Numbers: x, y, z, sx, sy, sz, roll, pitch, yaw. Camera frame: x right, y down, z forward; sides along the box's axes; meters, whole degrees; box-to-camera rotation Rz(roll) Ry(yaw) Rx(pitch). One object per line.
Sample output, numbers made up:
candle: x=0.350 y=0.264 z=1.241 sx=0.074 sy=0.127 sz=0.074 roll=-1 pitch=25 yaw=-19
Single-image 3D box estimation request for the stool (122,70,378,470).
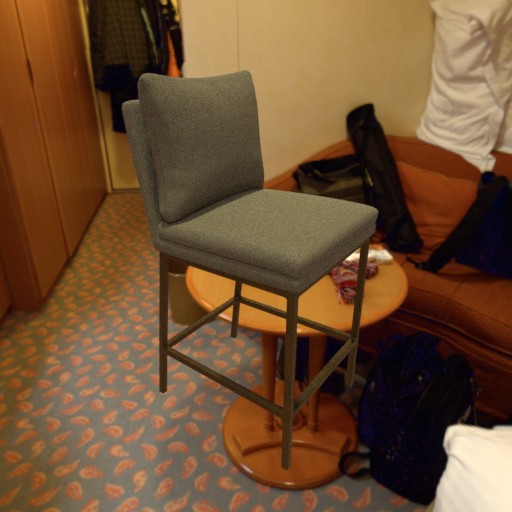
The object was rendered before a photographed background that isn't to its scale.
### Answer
stool: x=0.000 y=0.000 z=1.344 sx=0.569 sy=1.031 sz=0.463 roll=17 pitch=30 yaw=32
